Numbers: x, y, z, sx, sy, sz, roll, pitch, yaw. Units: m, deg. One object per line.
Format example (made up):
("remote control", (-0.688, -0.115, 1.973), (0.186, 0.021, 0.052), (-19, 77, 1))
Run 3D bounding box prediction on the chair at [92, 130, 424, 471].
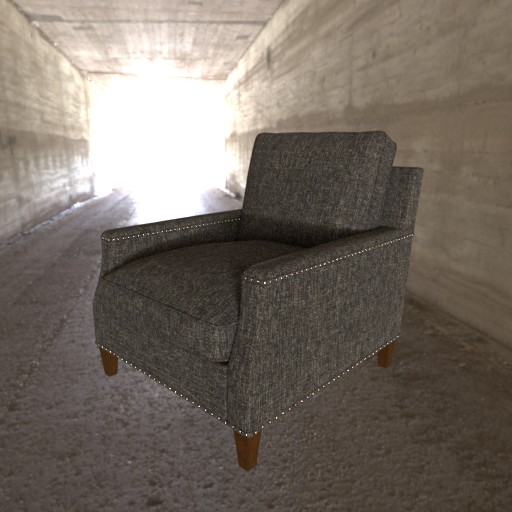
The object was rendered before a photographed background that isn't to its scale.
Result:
("chair", (0.000, 0.000, 1.715), (0.853, 0.943, 1.014), (13, 19, 42))
